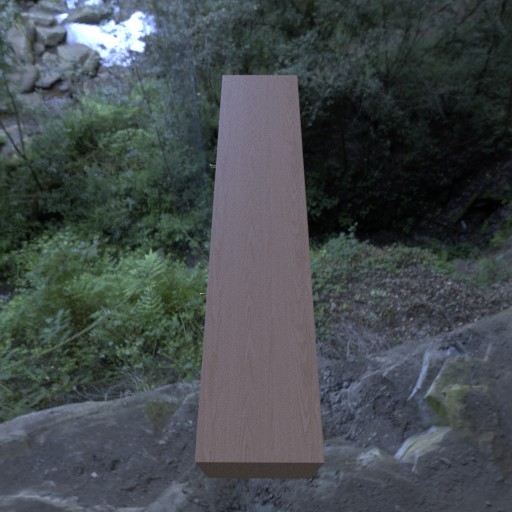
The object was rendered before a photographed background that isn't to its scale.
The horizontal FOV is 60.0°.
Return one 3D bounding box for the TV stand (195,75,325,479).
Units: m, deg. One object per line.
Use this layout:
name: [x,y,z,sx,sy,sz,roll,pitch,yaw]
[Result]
TV stand: [0.000,0.000,1.980,0.400,0.580,1.760,0,58,0]
